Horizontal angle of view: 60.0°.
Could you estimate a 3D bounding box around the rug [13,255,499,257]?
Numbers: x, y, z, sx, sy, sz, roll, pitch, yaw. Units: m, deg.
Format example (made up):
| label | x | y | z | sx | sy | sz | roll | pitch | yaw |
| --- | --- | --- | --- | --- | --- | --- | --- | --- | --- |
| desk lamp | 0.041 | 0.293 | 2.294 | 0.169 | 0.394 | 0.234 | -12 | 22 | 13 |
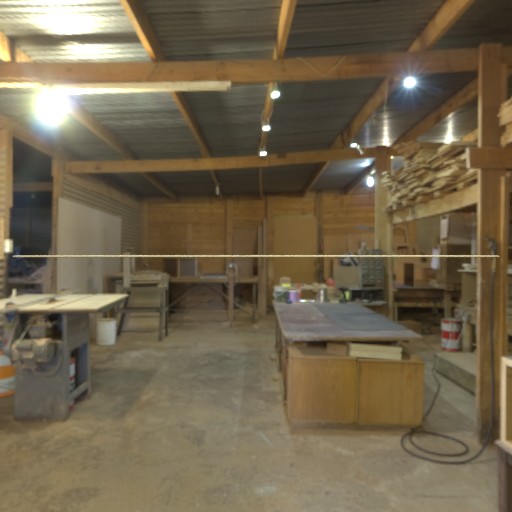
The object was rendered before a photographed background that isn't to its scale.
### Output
| label | x | y | z | sx | sy | sz | roll | pitch | yaw |
| --- | --- | --- | --- | --- | --- | --- | --- | --- | --- |
| rug | 0.000 | 0.000 | 2.966 | 2.438 | 0.008 | 1.523 | 0 | 0 | -1 |
